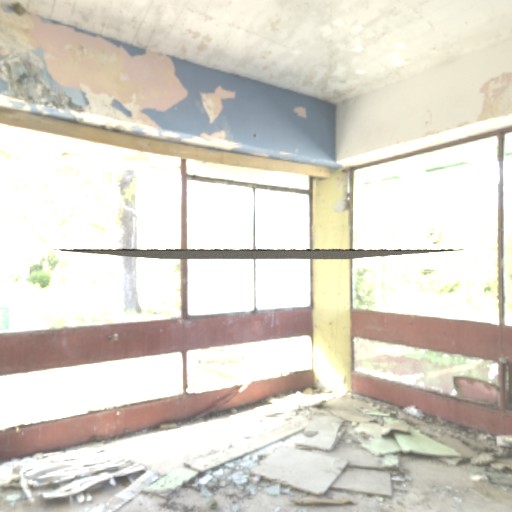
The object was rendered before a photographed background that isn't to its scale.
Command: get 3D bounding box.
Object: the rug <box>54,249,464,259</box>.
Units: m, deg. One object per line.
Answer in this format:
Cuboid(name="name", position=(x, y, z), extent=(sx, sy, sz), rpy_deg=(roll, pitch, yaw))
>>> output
Cuboid(name="rug", position=(0.000, 0.000, 3.422), extent=(1.971, 0.010, 2.651), rpy_deg=(0, -1, -1))
